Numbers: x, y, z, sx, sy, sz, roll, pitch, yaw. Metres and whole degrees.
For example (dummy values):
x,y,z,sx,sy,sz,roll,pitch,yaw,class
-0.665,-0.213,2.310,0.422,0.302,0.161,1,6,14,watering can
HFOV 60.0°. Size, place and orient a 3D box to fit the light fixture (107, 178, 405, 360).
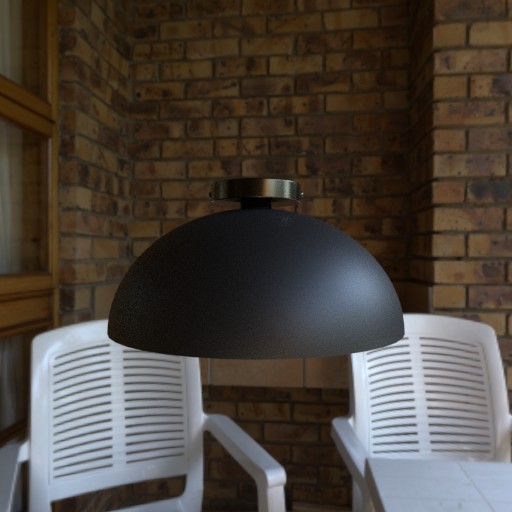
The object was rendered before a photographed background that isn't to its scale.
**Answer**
x,y,z,sx,sy,sz,roll,pitch,yaw,class
0.000,0.000,0.557,0.355,0.177,0.355,0,0,0,light fixture
